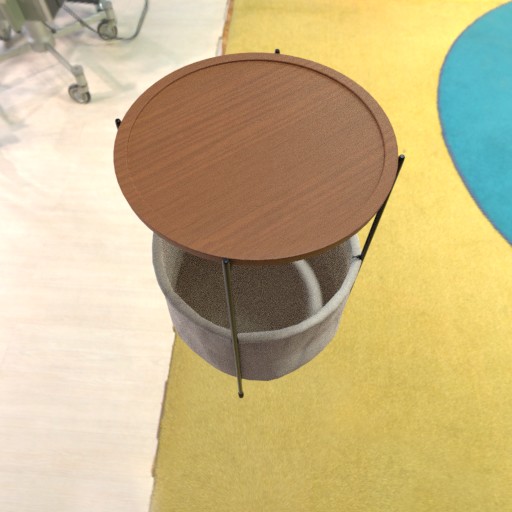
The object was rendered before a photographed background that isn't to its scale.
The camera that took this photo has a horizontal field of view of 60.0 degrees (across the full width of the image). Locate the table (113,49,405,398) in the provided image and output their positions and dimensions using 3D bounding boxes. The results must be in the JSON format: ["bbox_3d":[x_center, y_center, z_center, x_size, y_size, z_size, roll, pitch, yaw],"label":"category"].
[{"bbox_3d":[0.000,0.000,0.872,0.393,0.623,0.393,-31,64,-17],"label":"table"}]
